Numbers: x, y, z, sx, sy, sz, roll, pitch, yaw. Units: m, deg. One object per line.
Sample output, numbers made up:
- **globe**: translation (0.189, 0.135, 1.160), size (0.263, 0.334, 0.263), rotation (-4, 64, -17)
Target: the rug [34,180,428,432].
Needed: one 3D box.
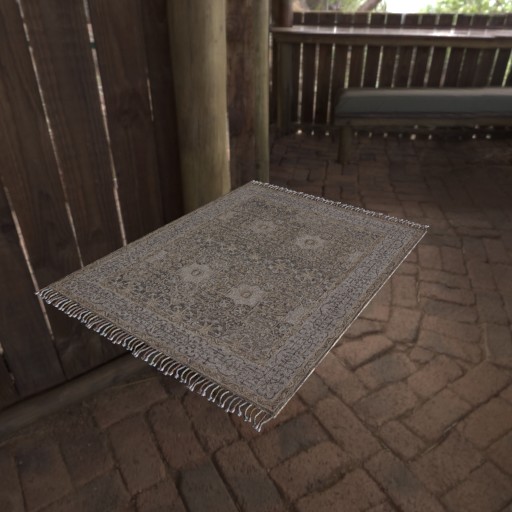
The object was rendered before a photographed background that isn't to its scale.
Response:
- **rug**: translation (0.000, 0.000, 4.390), size (2.431, 0.017, 3.291), rotation (20, 37, 30)
